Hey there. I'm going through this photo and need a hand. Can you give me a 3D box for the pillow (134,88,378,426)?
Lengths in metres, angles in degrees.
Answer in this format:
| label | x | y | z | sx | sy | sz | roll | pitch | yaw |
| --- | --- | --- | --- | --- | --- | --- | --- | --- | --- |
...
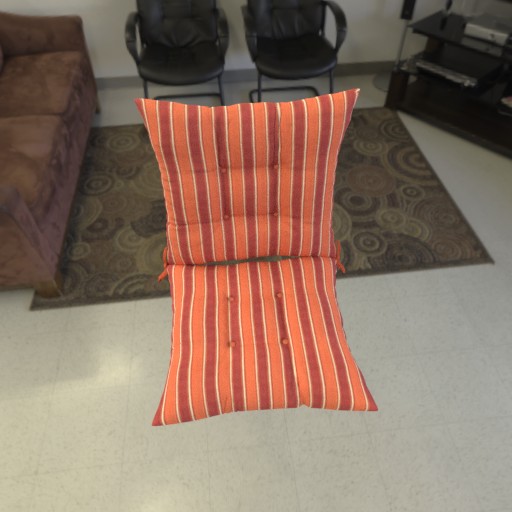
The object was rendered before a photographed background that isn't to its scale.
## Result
| label | x | y | z | sx | sy | sz | roll | pitch | yaw |
| --- | --- | --- | --- | --- | --- | --- | --- | --- | --- |
| pillow | 0.000 | 0.000 | 1.014 | 0.541 | 0.536 | 0.585 | -3 | 48 | -3 |
